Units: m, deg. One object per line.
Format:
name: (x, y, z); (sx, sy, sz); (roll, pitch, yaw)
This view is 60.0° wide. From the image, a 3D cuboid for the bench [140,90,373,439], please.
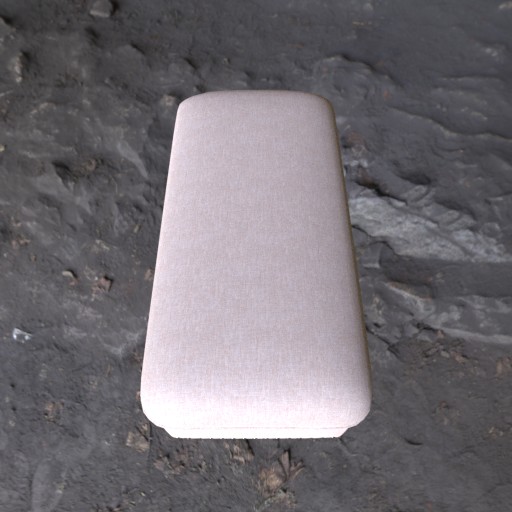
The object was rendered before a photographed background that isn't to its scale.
bench: (0.000, 0.000, 1.262); (0.483, 0.483, 0.991); (0, 58, 0)
